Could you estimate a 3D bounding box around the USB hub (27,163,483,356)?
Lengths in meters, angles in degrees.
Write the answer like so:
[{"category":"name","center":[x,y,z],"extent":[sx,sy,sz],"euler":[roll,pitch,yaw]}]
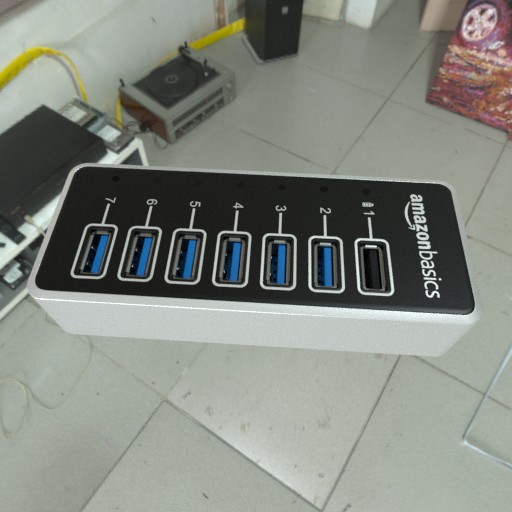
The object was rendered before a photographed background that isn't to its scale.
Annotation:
[{"category":"USB hub","center":[0.000,0.000,0.125],"extent":[0.110,0.023,0.044],"euler":[3,58,2]}]
